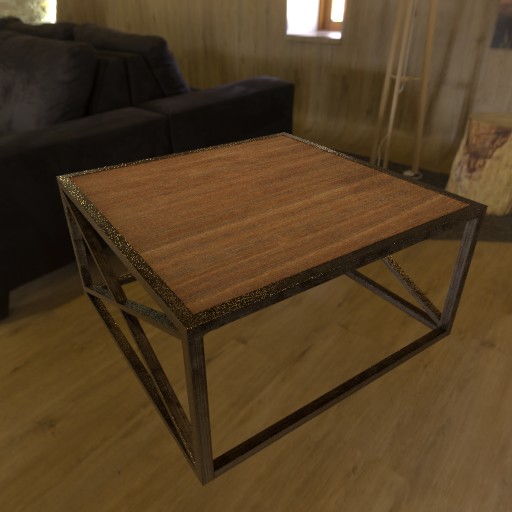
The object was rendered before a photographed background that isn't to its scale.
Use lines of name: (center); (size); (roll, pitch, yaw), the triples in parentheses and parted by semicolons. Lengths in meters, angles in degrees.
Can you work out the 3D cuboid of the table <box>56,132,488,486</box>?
table: (0.000, 0.000, 1.413); (0.909, 0.451, 0.899); (-19, 36, -29)
